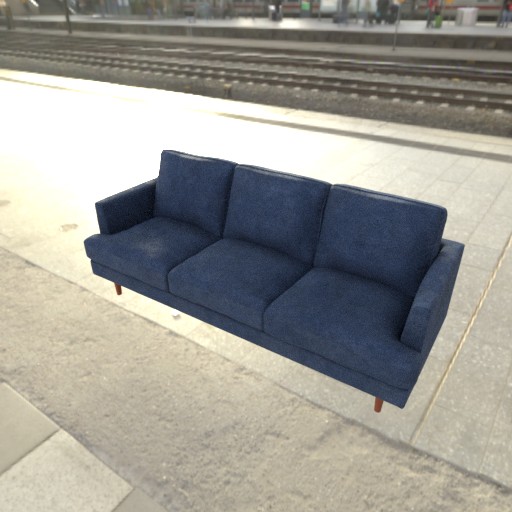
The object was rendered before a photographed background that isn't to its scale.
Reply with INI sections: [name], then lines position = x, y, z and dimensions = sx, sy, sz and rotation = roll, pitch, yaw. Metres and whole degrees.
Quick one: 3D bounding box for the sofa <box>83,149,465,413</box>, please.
[sofa]
position = 0.000, 0.000, 2.768
dimensions = 2.246, 0.930, 0.903
rotation = 18, 34, 28
